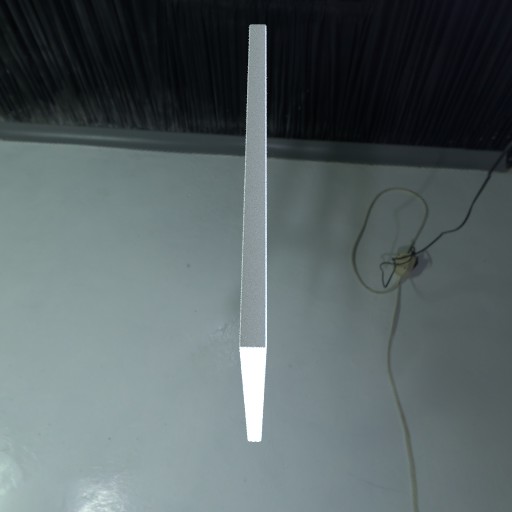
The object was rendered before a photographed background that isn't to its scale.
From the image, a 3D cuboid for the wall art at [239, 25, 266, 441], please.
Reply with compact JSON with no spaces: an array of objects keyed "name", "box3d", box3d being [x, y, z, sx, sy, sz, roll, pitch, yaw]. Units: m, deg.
[{"name":"wall art","box3d":[0.000,0.000,1.493,0.049,1.009,1.009,1,58,0]}]
